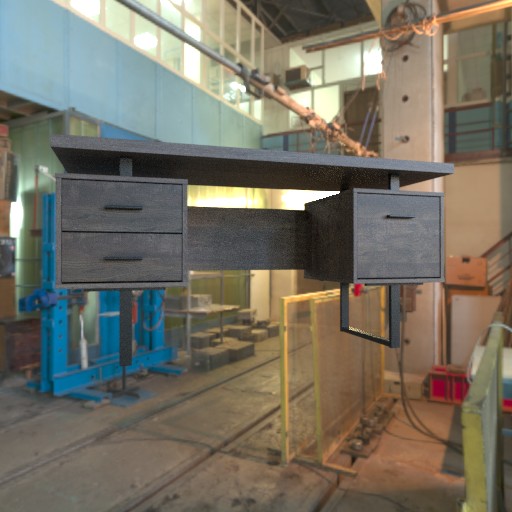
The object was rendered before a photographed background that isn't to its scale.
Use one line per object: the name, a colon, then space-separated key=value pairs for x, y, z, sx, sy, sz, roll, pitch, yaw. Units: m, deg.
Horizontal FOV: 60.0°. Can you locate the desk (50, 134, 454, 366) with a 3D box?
desk: x=0.000 y=0.000 z=1.892 sx=1.524 sy=0.760 sz=0.600 roll=0 pitch=0 yaw=-17
